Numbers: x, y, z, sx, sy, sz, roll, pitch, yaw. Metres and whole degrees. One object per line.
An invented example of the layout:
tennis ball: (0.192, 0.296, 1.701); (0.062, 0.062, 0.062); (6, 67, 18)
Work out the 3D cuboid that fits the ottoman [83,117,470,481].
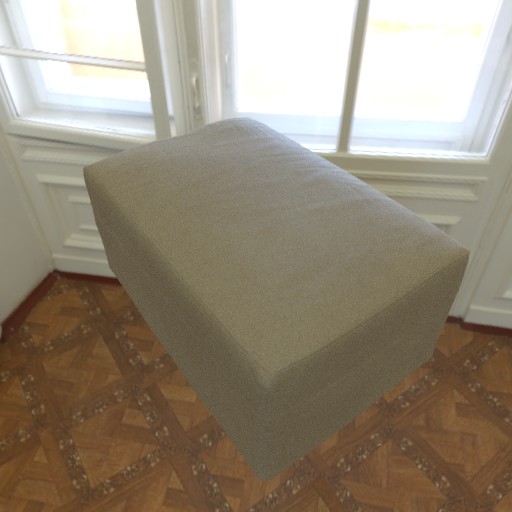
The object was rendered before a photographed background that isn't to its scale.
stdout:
ottoman: (0.000, 0.000, 1.191); (0.590, 0.444, 0.872); (-26, 48, -26)
